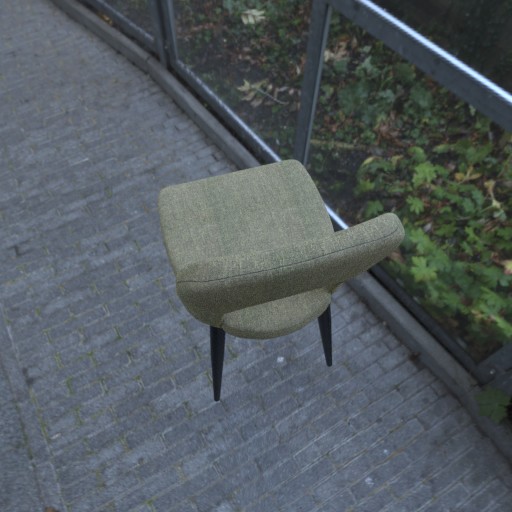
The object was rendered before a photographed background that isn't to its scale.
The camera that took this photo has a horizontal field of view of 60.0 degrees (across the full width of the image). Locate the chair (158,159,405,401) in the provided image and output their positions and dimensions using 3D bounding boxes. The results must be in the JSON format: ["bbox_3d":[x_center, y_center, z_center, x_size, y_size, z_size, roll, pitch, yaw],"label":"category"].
[{"bbox_3d":[0.000,0.000,1.222,0.470,0.931,0.612,-14,60,-9],"label":"chair"}]
